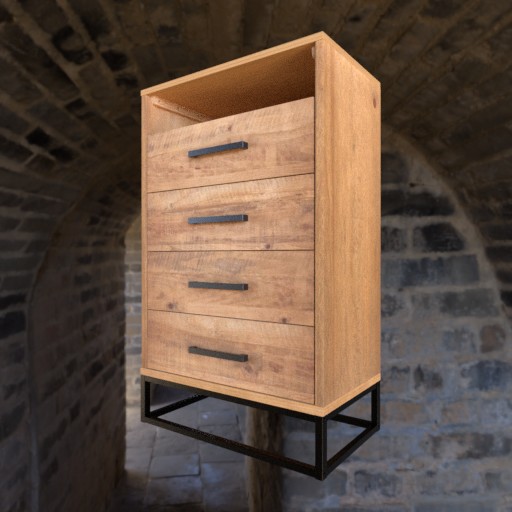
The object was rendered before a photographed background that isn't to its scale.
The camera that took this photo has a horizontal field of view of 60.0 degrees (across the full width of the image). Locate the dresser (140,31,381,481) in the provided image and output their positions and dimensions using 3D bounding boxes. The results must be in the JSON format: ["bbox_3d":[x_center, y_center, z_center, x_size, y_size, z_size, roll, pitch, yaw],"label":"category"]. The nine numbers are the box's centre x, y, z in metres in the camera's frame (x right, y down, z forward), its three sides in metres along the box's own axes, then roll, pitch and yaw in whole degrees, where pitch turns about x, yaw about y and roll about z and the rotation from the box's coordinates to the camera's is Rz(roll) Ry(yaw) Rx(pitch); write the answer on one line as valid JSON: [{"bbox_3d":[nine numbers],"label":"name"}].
[{"bbox_3d":[0.000,0.000,1.614,0.761,1.240,0.479,0,0,36],"label":"dresser"}]
